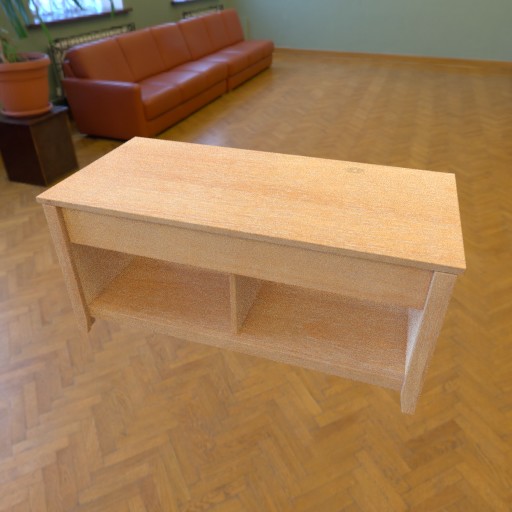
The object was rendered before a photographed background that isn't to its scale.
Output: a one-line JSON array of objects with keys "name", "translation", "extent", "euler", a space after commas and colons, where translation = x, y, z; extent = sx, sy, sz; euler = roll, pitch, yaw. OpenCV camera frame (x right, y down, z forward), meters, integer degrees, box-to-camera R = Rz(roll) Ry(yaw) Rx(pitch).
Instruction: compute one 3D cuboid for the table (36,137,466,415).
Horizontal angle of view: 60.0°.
[{"name": "table", "translation": [0.000, 0.000, 1.309], "extent": [1.016, 0.457, 0.483], "euler": [10, 35, 15]}]
